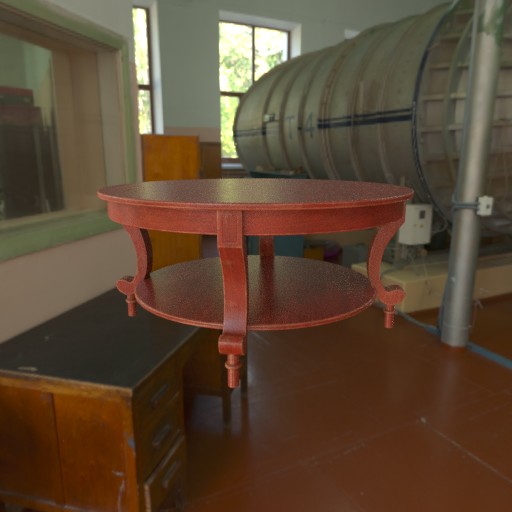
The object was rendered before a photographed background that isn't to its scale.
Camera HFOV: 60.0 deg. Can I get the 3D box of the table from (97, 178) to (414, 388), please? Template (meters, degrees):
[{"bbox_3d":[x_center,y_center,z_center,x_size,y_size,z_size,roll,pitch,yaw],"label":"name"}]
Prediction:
[{"bbox_3d":[0.000,0.000,1.569,1.029,0.486,1.029,0,13,0],"label":"table"}]
